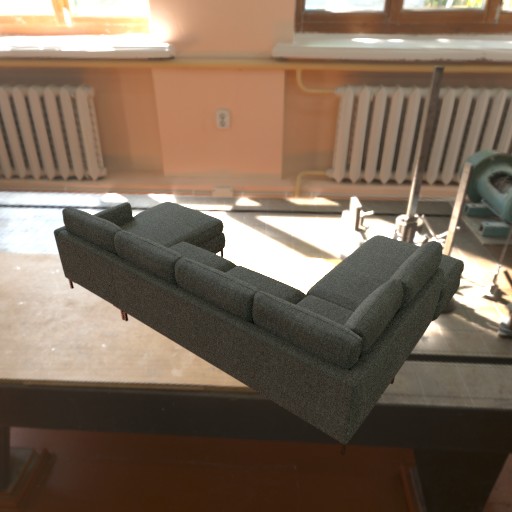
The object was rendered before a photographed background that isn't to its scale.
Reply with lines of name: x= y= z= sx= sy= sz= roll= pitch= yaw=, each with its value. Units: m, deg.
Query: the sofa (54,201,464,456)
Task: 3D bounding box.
sofa: x=0.000 y=0.000 z=3.568 sx=2.737 sy=0.756 sz=1.879 roll=22 pitch=37 yaw=32
